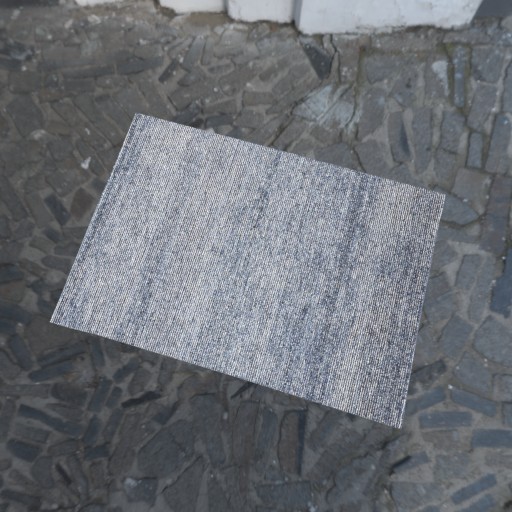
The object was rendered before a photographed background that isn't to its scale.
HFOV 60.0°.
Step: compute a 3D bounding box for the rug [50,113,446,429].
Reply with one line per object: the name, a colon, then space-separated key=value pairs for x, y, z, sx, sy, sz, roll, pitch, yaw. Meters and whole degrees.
rug: x=0.000 y=0.000 z=3.018 sx=2.349 sy=0.030 sz=1.624 roll=16 pitch=76 yaw=4
